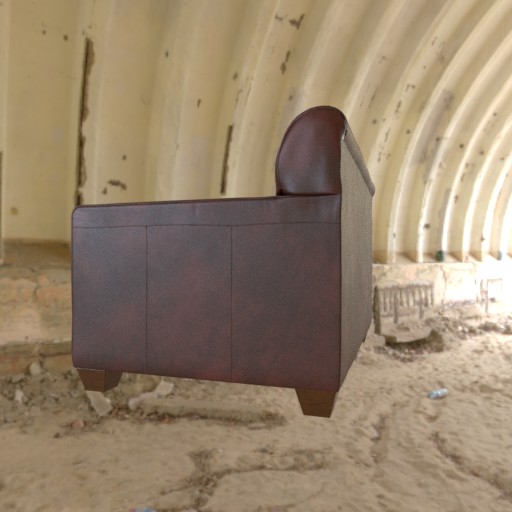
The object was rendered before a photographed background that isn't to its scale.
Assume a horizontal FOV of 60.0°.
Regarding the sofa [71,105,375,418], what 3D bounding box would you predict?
[{"bbox_3d":[0.000,0.000,2.057,1.000,0.956,1.413,0,0,18],"label":"sofa"}]
